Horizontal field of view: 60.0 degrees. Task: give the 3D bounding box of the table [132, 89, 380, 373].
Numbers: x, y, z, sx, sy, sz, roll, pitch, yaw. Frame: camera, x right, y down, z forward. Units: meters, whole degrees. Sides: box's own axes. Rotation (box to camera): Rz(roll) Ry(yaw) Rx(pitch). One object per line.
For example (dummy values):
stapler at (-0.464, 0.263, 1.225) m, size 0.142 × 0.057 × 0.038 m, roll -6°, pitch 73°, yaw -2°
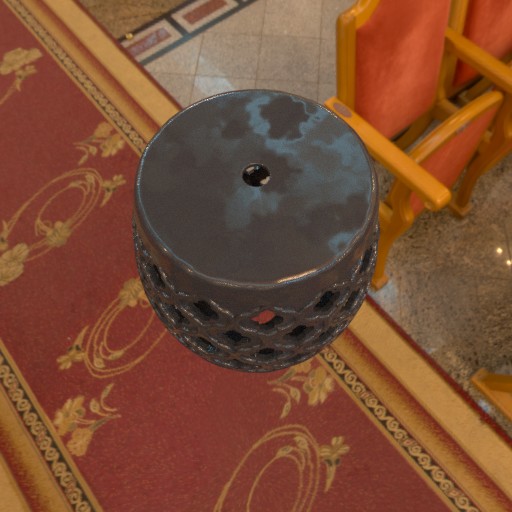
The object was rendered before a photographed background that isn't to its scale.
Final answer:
table at (0.000, 0.000, 0.643) m, size 0.325 × 0.388 × 0.325 m, roll 0°, pitch 64°, yaw 0°
